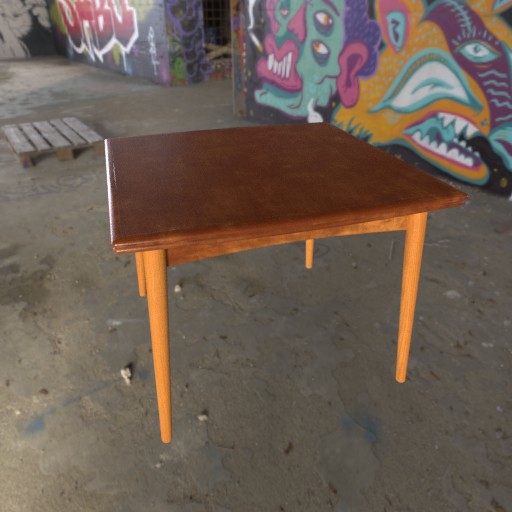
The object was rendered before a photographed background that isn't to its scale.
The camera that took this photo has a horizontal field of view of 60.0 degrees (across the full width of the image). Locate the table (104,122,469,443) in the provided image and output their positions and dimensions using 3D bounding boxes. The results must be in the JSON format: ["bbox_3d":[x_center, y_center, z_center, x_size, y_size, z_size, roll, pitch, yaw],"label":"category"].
[{"bbox_3d":[0.000,0.000,1.714,0.991,0.754,0.991,-9,31,-15],"label":"table"}]
